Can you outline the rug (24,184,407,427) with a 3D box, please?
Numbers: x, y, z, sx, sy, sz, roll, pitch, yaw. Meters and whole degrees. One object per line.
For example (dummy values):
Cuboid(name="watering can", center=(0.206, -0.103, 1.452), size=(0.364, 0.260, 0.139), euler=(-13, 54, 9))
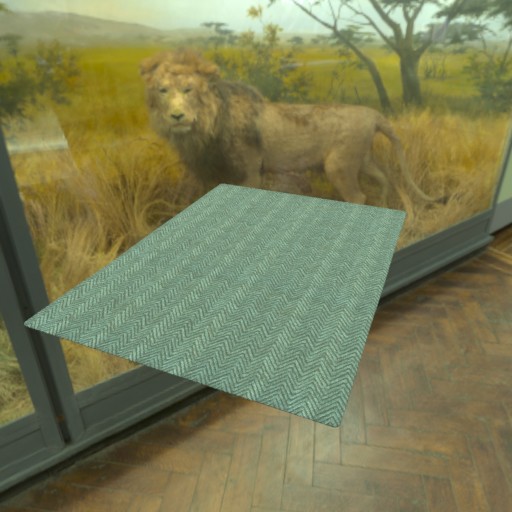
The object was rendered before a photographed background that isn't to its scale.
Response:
Cuboid(name="rug", center=(0.000, 0.000, 5.075), size=(2.894, 0.011, 3.957), euler=(12, 31, 20))
